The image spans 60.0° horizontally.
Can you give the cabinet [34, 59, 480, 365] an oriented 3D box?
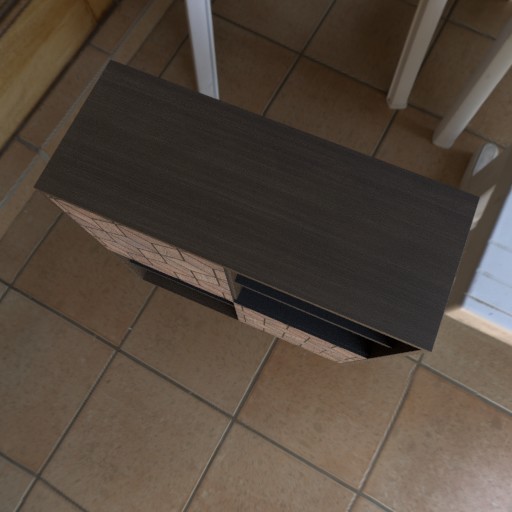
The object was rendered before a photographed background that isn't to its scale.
[{"bbox_3d":[0.000,0.000,1.641,1.010,1.170,0.400,22,76,6],"label":"cabinet"}]
